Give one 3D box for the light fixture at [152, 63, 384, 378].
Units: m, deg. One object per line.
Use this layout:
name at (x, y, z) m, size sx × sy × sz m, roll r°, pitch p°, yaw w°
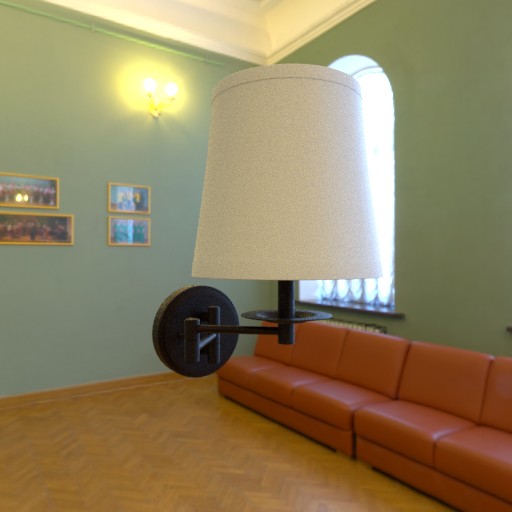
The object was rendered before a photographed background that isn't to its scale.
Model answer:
light fixture at (0.000, 0.000, 0.260) m, size 0.100 × 0.172 × 0.157 m, roll 0°, pitch -1°, yaw -35°
